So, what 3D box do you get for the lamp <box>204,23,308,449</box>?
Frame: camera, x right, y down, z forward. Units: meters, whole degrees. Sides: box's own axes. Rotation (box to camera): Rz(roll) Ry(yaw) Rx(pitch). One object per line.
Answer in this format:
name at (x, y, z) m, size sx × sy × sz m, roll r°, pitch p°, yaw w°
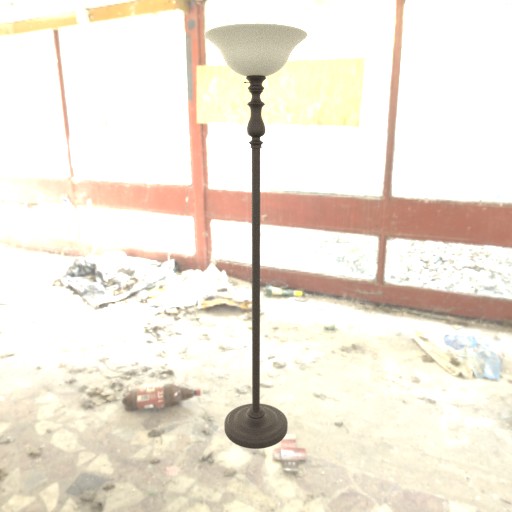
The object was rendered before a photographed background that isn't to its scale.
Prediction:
lamp at (0.000, 0.000, 1.978) m, size 0.405 × 1.797 × 0.405 m, roll -14°, pitch 21°, yaw -42°
